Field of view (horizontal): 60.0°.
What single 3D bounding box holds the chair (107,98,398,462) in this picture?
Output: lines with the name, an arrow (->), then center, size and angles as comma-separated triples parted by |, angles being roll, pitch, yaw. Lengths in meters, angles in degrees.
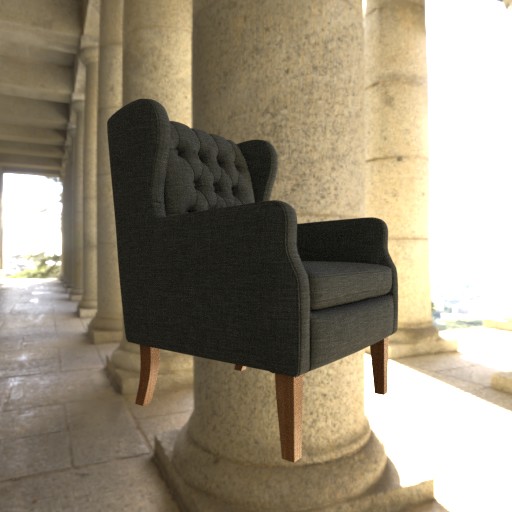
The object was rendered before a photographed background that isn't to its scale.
chair -> 0.000, 0.000, 1.475 | 0.775, 0.953, 0.711 | 0, 1, 36
